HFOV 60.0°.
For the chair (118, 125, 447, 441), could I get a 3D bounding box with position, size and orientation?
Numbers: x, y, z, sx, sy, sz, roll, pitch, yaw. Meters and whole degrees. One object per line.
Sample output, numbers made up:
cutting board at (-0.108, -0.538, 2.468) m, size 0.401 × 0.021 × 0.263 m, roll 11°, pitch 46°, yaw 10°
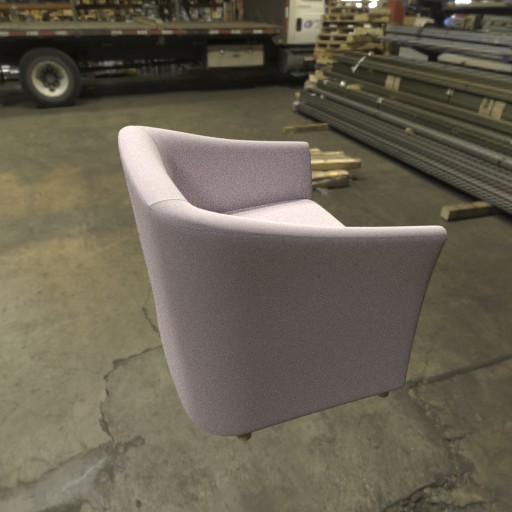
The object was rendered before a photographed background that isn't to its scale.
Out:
chair at (0.000, 0.000, 1.364) m, size 0.700 × 0.720 × 0.790 m, roll -10°, pitch 32°, yaw -17°
